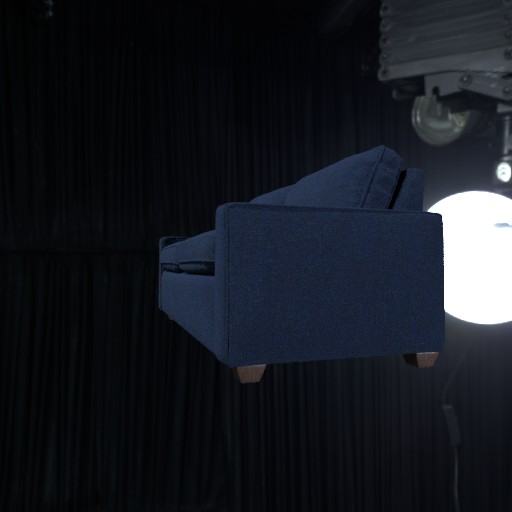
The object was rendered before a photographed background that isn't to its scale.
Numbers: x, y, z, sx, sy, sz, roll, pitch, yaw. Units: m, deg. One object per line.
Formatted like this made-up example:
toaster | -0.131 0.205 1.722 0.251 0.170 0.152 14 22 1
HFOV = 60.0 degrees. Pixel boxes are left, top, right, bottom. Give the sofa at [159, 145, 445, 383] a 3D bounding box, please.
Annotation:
sofa | 0.000 0.000 2.570 0.940 0.919 2.080 0 -1 -18
